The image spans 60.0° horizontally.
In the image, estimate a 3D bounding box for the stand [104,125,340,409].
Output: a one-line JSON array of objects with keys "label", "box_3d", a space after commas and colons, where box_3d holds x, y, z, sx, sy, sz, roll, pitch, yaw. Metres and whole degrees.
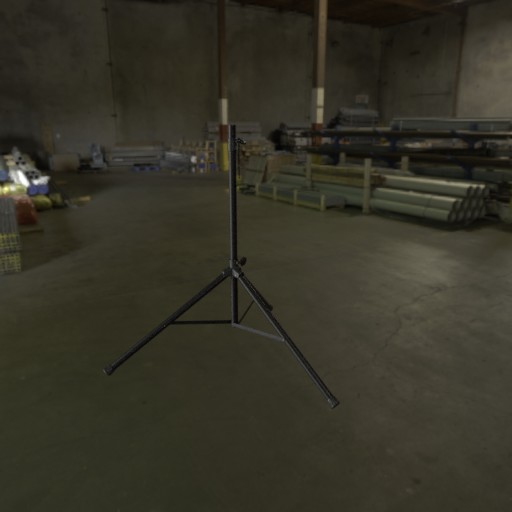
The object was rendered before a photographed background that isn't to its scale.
[{"label": "stand", "box_3d": [0.000, 0.000, 2.805, 1.596, 1.595, 1.339, -15, 22, -41]}]
